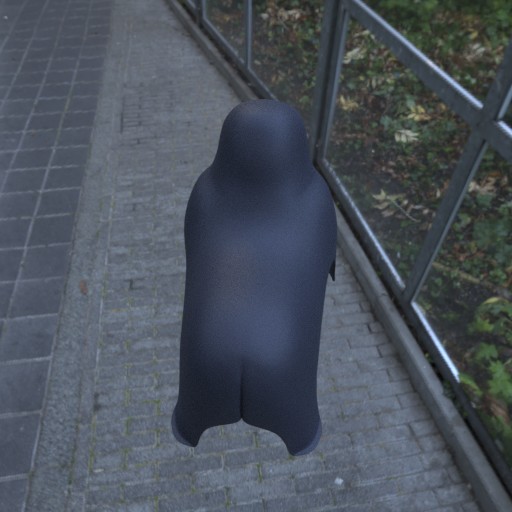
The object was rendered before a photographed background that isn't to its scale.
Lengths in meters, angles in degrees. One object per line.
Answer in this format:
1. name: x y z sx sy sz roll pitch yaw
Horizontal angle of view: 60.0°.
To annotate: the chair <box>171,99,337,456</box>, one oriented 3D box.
1. chair: 0.000 0.000 1.118 0.490 0.600 0.758 3 47 3
